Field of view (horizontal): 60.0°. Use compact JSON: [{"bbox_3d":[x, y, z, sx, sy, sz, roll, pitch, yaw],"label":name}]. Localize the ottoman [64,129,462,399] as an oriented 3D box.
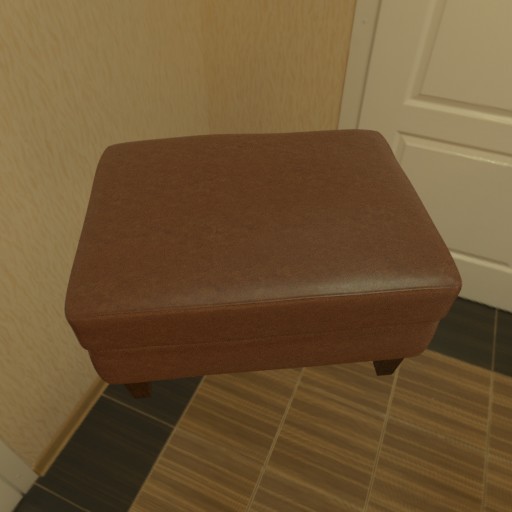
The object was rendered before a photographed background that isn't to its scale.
[{"bbox_3d":[0.000,0.000,1.255,0.851,0.485,0.650,-4,46,-4],"label":"ottoman"}]
